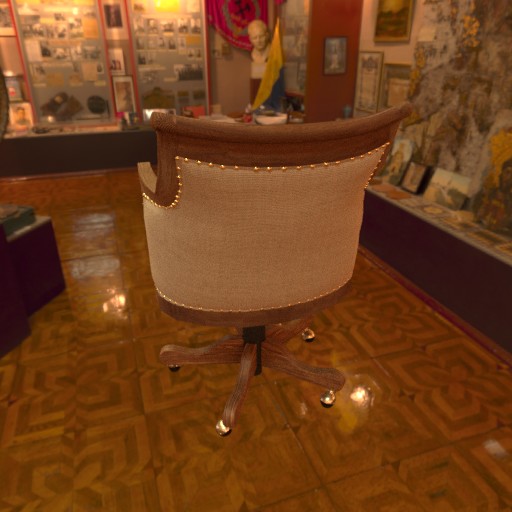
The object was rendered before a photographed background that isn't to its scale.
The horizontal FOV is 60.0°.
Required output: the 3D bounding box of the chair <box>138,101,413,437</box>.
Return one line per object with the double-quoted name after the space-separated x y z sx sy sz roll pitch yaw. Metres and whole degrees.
0.000 0.000 1.402 0.656 0.965 0.689 -8 27 -15 "chair"
